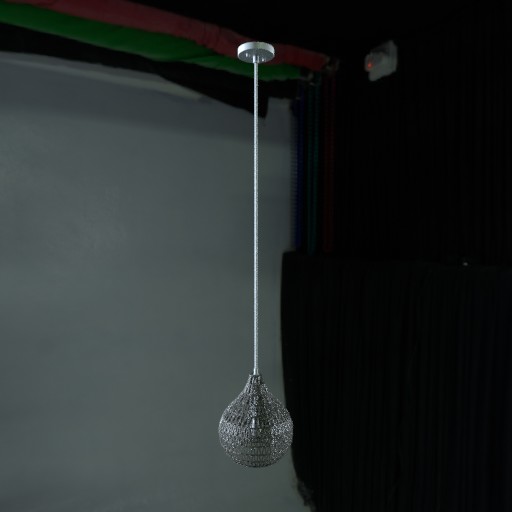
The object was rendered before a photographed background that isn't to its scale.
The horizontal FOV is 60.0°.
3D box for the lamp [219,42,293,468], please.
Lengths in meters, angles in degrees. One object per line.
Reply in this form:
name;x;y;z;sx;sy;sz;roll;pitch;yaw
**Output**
lamp;0.000;0.000;2.099;0.355;1.919;0.355;-2;3;-36
